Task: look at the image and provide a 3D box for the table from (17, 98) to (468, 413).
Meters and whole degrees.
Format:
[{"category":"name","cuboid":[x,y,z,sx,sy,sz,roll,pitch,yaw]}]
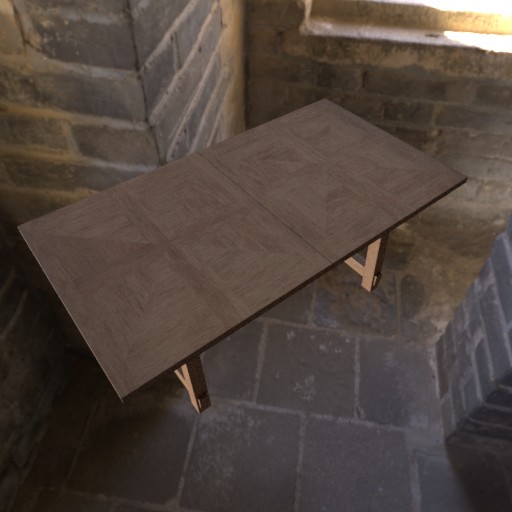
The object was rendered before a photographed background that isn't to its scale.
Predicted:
[{"category":"table","cuboid":[0.000,0.000,2.359,1.881,0.768,1.016,-30,54,-25]}]
